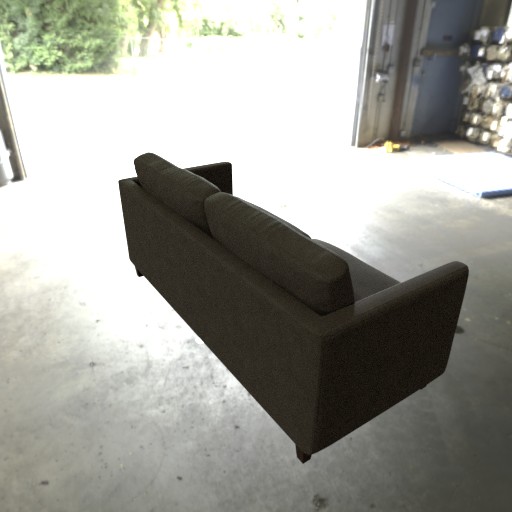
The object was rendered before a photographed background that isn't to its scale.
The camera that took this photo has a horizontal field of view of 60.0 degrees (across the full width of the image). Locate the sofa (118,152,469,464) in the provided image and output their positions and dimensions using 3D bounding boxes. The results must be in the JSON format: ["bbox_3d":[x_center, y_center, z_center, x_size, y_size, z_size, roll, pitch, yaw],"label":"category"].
[{"bbox_3d":[0.000,0.000,2.712,0.951,0.965,2.208,-17,32,-30],"label":"sofa"}]
